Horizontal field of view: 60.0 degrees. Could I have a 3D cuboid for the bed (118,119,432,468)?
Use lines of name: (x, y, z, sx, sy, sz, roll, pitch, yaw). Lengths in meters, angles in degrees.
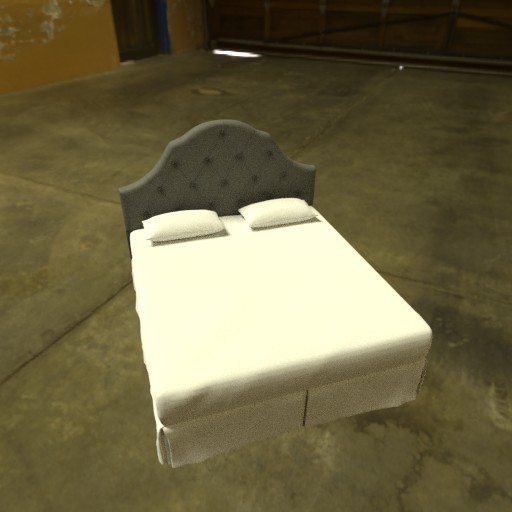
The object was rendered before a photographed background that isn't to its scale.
bed: (0.000, 0.000, 3.567, 2.008, 1.615, 2.214, -10, 33, -15)
